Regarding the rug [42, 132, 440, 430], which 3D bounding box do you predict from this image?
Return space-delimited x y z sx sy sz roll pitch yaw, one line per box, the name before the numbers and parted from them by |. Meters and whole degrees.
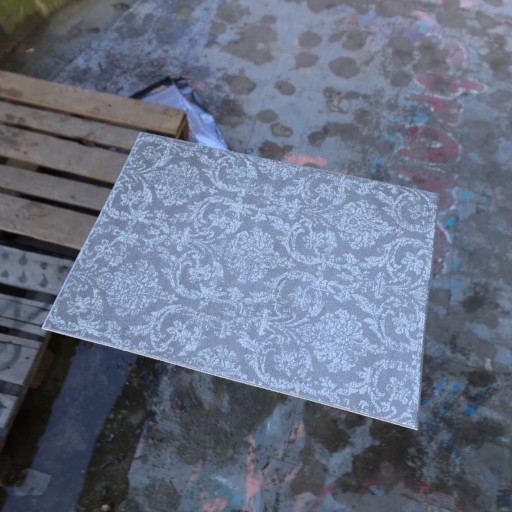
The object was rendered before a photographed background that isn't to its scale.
rug | 0.000 0.000 2.841 2.206 0.014 1.578 13 64 7
